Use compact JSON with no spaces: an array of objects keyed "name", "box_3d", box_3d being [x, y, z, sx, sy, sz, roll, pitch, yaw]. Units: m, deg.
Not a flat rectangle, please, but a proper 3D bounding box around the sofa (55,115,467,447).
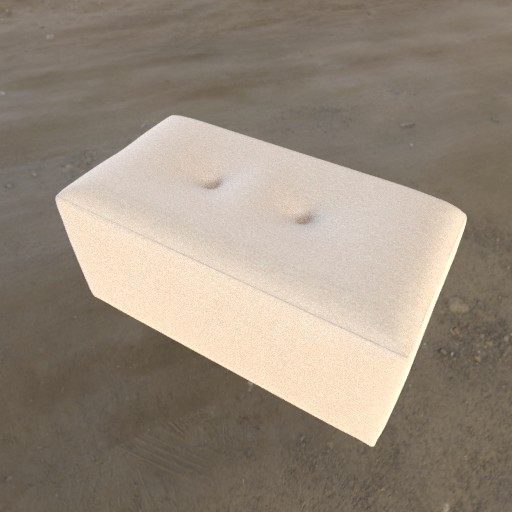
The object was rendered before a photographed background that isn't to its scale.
[{"name":"sofa","box_3d":[0.000,0.000,1.206,0.930,0.470,0.480,23,50,21]}]
